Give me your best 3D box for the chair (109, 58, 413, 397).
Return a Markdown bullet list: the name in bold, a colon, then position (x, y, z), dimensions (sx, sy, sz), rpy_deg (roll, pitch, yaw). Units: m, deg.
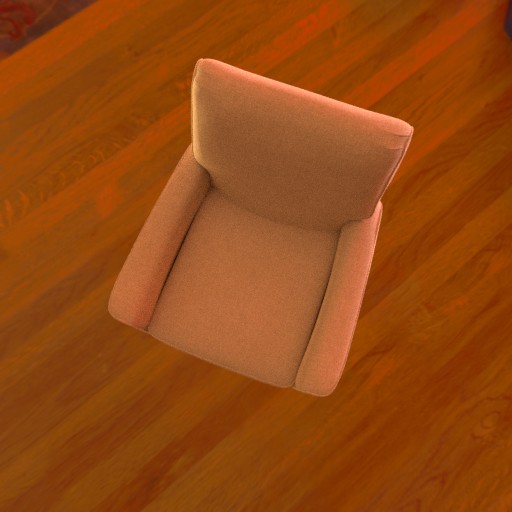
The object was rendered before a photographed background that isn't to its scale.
- **chair**: position (0.000, 0.000, 1.678), dimensions (0.845, 1.023, 0.859), rpy_deg (20, 76, 5)
